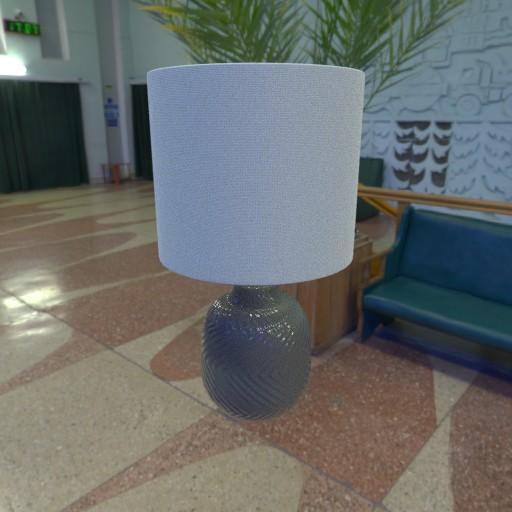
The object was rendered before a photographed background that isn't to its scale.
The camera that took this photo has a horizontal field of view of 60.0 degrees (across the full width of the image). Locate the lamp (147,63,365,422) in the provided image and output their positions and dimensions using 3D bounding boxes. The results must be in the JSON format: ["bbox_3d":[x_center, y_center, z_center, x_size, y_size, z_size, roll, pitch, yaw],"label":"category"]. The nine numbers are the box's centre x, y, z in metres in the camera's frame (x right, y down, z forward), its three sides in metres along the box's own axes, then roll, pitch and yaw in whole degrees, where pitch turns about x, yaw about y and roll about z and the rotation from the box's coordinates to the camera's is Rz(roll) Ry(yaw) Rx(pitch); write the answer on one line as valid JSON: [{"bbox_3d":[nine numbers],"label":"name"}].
[{"bbox_3d":[0.000,0.000,0.484,0.207,0.366,0.207,16,23,41],"label":"lamp"}]
